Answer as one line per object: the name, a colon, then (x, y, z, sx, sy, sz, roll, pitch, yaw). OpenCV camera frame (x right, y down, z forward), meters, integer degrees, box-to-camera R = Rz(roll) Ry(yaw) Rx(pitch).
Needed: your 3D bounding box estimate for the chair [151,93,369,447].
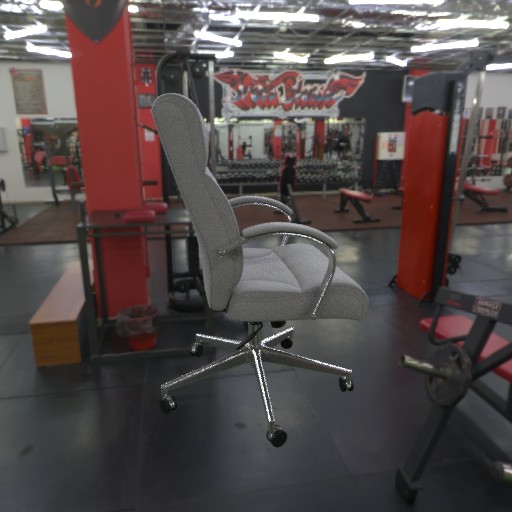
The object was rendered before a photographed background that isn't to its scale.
chair: (0.000, 0.000, 1.630, 0.745, 1.099, 0.727, -2, 15, -8)
